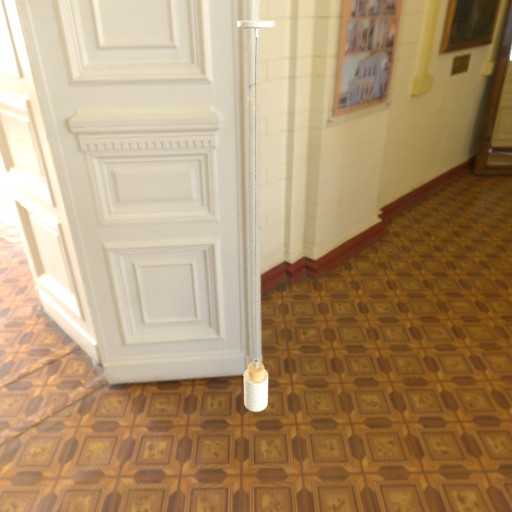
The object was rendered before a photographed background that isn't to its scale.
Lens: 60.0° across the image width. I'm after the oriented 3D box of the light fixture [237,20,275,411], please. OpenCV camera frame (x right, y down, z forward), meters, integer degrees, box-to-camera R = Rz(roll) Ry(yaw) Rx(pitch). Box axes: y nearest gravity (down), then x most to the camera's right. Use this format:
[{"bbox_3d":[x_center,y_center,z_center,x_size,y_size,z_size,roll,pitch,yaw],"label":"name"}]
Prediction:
[{"bbox_3d":[0.000,0.000,1.917,0.125,1.798,0.125,-1,30,-1],"label":"light fixture"}]
